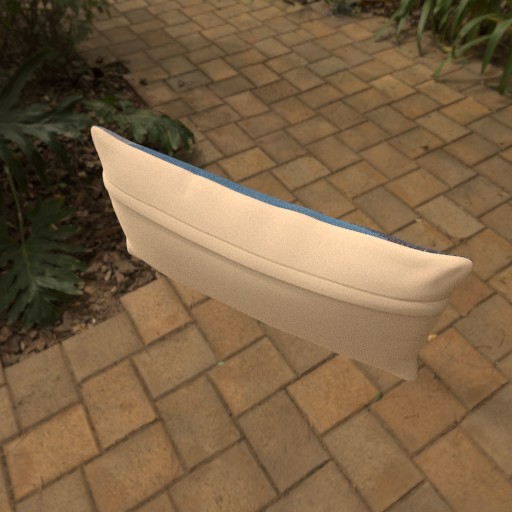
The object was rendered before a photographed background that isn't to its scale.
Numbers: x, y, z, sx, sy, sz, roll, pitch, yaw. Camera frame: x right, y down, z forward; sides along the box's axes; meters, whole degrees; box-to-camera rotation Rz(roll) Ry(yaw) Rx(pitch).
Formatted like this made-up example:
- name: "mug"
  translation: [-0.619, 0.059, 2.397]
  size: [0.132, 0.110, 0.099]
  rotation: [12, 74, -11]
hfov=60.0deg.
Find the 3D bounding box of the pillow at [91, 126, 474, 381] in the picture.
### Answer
- name: "pillow"
  translation: [0.000, 0.000, 0.723]
  size: [0.604, 0.307, 0.148]
  rotation: [22, 52, 19]
